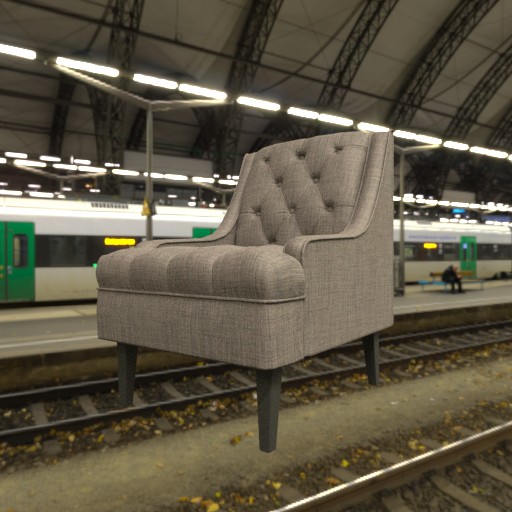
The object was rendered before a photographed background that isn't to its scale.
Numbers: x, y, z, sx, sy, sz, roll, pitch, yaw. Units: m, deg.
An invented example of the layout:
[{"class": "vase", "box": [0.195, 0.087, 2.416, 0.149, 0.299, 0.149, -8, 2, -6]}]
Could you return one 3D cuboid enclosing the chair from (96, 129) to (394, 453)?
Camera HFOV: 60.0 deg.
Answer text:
[{"class": "chair", "box": [0.000, 0.000, 1.418, 0.655, 0.891, 0.771, 0, 0, 37]}]
